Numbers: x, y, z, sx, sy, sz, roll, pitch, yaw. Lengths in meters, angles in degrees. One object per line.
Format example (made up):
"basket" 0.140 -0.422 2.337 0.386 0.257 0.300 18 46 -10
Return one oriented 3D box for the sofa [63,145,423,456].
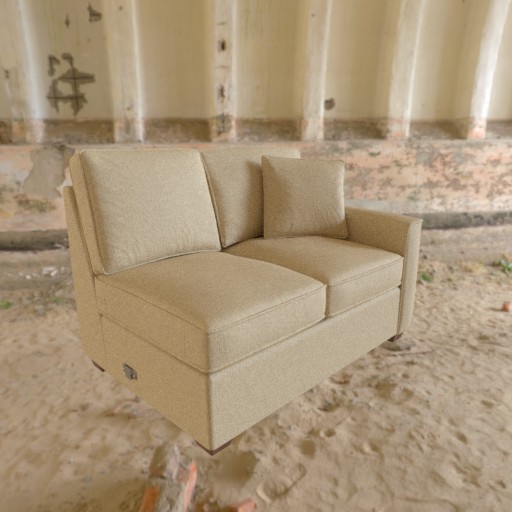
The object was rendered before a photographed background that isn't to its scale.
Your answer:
"sofa" 0.000 0.000 2.076 1.388 0.989 0.991 -15 22 -42
